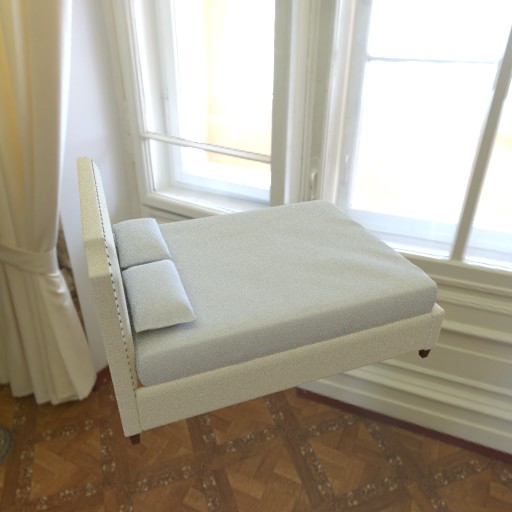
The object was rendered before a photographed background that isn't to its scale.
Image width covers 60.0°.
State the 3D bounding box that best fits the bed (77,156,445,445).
[{"bbox_3d":[0.000,0.000,3.437,2.329,1.415,1.703,-11,32,-18],"label":"bed"}]
